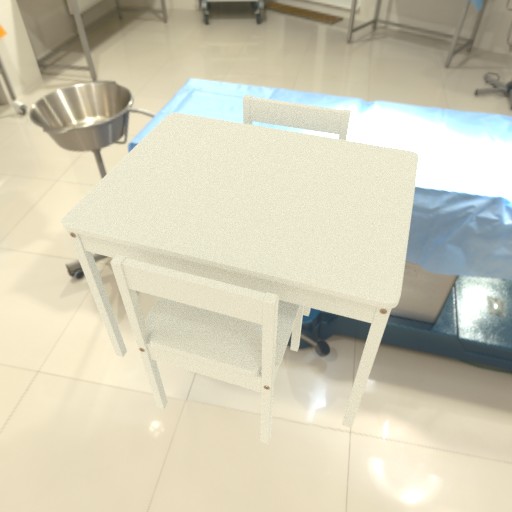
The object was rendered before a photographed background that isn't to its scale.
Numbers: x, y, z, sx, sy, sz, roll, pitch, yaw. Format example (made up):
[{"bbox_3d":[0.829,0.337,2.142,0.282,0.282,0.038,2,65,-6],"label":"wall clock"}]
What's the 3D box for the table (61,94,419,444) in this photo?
[{"bbox_3d":[0.000,0.000,1.102,0.650,0.503,0.672,13,46,13],"label":"table"}]
